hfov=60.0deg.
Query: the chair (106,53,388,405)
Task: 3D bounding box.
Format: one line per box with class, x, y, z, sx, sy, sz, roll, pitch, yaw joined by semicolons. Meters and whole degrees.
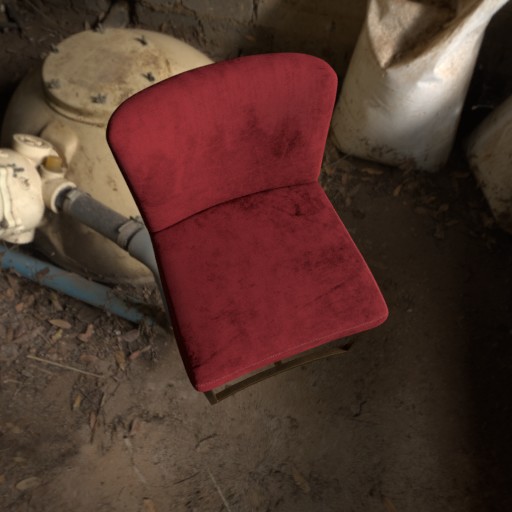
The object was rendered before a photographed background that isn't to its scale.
chair;0.000;0.000;1.180;0.530;0.824;0.560;-19;66;-9
